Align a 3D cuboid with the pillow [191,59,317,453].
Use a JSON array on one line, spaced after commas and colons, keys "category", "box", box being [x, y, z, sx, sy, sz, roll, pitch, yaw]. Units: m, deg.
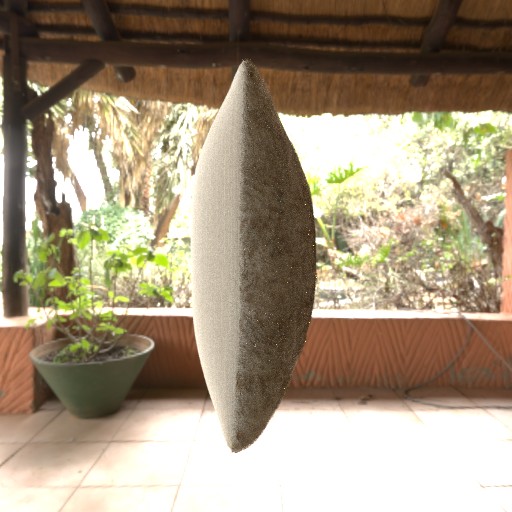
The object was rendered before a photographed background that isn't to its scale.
[{"category": "pillow", "box": [0.000, 0.000, 0.831, 0.216, 0.525, 0.538, 0, 0, -1]}]
